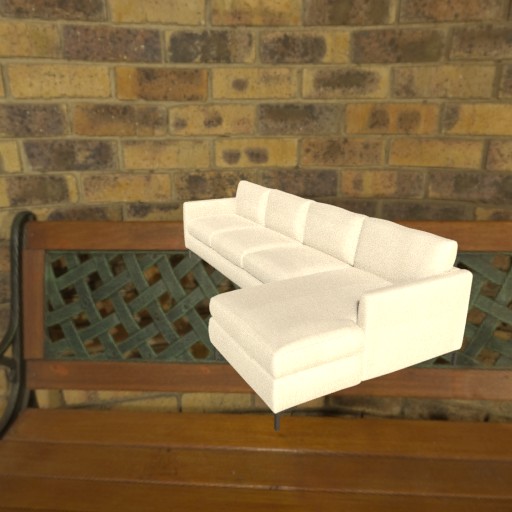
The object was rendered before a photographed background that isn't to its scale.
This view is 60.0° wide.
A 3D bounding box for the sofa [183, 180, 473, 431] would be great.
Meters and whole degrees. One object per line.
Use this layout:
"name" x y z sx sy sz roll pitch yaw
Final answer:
"sofa" 0.000 0.000 2.946 1.126 0.677 2.445 -9 20 -26
